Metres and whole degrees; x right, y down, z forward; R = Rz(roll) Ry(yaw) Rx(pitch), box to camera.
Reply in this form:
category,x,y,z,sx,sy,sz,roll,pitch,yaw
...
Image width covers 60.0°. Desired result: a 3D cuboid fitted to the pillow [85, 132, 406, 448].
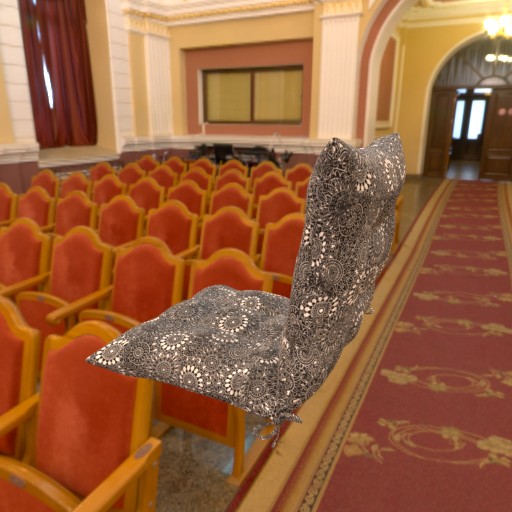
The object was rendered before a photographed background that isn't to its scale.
category,x,y,z,sx,sy,sz,roll,pitch,yaw
pillow,0.000,0.000,0.996,0.585,0.536,0.541,8,19,26
